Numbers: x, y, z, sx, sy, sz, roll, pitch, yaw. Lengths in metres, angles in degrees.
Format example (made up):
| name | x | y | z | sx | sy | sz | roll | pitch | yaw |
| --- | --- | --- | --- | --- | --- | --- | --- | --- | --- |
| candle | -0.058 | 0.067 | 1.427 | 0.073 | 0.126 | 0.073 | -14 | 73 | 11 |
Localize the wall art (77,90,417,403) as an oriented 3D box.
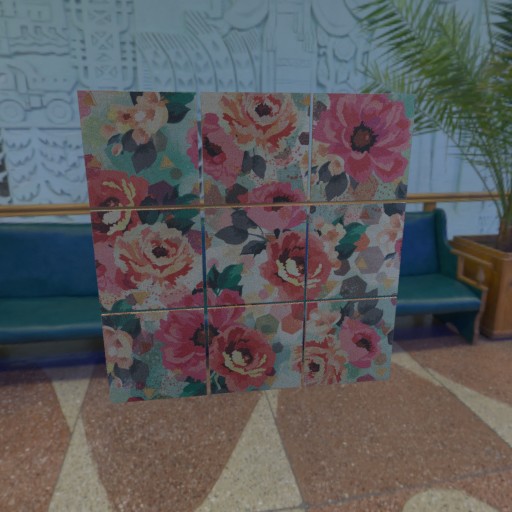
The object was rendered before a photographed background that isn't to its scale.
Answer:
| name | x | y | z | sx | sy | sz | roll | pitch | yaw |
| --- | --- | --- | --- | --- | --- | --- | --- | --- | --- |
| wall art | 0.000 | 0.000 | 2.190 | 1.521 | 1.519 | 0.013 | -2 | 17 | -8 |
